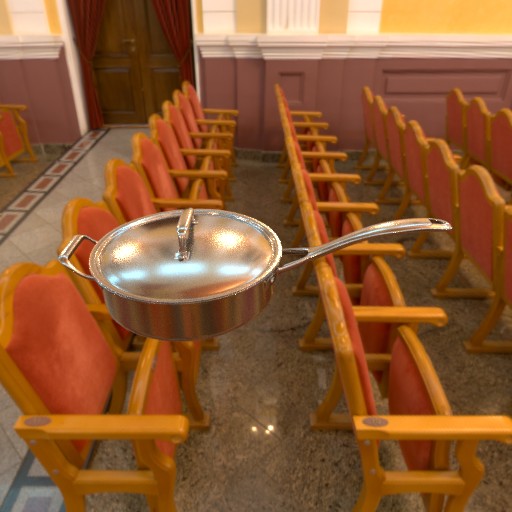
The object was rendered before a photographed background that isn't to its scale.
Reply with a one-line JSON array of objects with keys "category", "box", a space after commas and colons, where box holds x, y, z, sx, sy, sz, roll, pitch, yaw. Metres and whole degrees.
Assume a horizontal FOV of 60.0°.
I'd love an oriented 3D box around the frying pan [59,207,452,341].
[{"category": "frying pan", "box": [0.000, 0.000, 0.583, 0.492, 0.111, 0.245, 0, 30, 0]}]
